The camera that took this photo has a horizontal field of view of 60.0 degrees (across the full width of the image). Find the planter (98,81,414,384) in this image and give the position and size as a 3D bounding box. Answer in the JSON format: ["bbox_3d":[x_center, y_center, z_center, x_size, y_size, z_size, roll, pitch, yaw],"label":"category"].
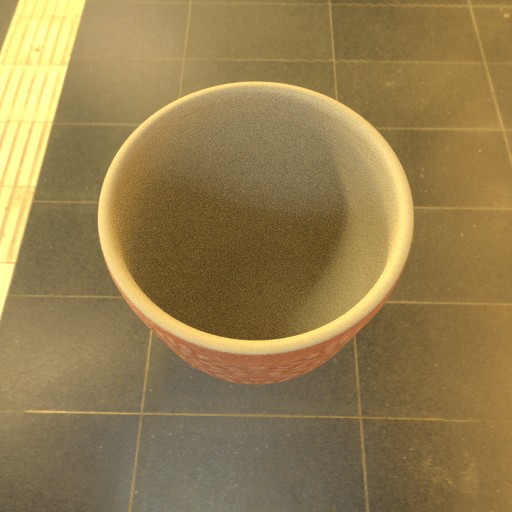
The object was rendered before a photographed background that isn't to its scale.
[{"bbox_3d":[0.000,0.000,0.221,0.124,0.109,0.124,0,65,0],"label":"planter"}]
